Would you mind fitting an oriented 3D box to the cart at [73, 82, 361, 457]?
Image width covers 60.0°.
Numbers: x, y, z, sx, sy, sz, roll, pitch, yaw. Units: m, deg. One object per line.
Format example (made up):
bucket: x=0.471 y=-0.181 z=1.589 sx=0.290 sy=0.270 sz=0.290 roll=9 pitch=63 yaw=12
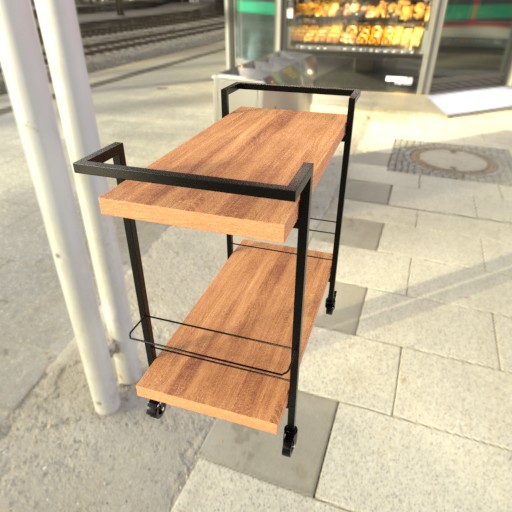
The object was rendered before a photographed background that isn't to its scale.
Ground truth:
cart: x=0.000 y=0.000 z=1.234 sx=0.406 sy=0.762 sz=0.806 roll=10 pitch=33 yaw=16
